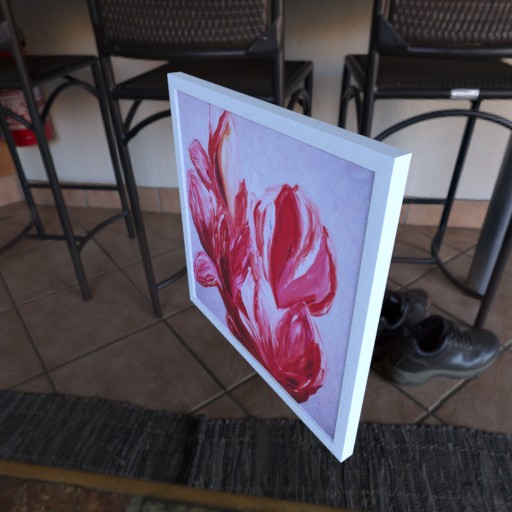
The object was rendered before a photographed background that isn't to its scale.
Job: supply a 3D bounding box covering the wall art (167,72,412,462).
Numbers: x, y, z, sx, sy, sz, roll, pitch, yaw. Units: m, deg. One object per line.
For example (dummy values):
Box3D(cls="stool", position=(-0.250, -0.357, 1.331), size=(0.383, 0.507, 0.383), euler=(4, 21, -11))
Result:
Box3D(cls="wall art", position=(0.000, 0.000, 0.672), size=(0.023, 0.453, 0.455), euler=(-21, 38, -29))
